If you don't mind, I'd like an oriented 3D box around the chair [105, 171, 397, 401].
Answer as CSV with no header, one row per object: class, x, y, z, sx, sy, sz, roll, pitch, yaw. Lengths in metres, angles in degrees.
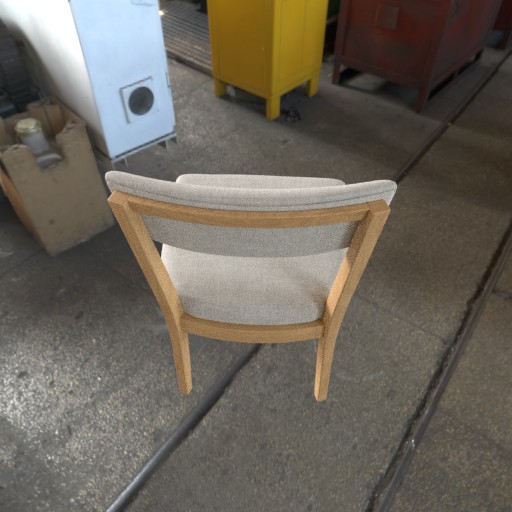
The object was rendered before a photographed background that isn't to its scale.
chair,0.000,0.000,1.172,0.508,0.832,0.572,2,46,2
